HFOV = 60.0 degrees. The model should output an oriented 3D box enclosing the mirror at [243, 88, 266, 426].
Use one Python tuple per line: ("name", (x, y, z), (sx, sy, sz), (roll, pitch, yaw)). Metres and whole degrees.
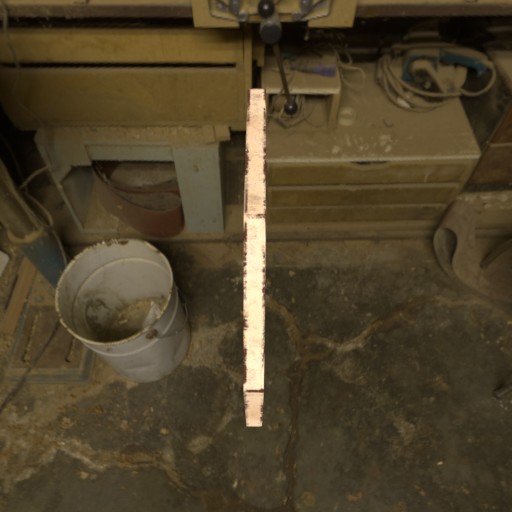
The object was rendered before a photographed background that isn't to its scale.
("mirror", (0.000, 0.000, 0.954), (0.031, 0.648, 0.648), (1, 59, 0))
